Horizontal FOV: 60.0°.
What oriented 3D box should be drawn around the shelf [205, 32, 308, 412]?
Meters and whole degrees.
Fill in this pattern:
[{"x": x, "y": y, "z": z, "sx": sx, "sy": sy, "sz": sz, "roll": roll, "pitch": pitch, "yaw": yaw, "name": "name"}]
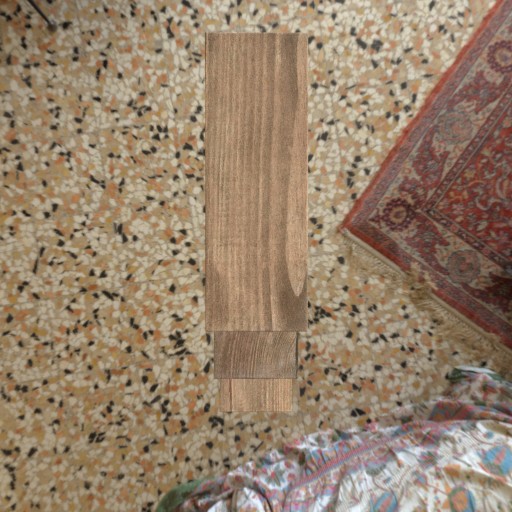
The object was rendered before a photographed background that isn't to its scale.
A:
[{"x": 0.000, "y": 0.000, "z": 0.750, "sx": 0.140, "sy": 0.293, "sz": 0.610, "roll": 0, "pitch": 91, "yaw": 0, "name": "shelf"}]
